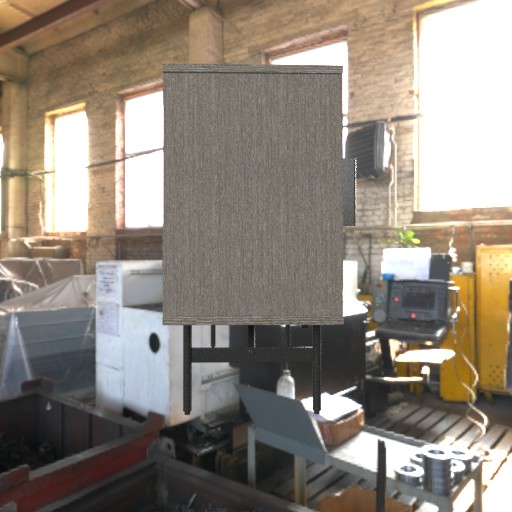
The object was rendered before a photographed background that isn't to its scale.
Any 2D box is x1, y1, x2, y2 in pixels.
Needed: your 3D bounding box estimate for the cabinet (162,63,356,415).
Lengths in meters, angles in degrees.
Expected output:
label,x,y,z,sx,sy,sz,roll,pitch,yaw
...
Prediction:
label,x,y,z,sx,sy,sz,roll,pitch,yaw
cabinet,0.000,0.000,1.509,0.405,0.787,1.194,0,0,-1
